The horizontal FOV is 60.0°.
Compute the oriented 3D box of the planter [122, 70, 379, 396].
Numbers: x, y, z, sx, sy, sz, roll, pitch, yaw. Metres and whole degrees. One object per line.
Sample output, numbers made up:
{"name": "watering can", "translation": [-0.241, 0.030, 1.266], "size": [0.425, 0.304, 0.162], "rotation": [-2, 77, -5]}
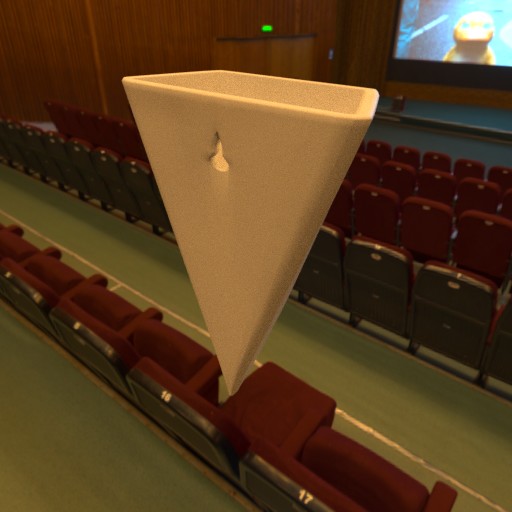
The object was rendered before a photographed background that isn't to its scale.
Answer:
{"name": "planter", "translation": [0.000, 0.000, 0.272], "size": [0.150, 0.197, 0.060], "rotation": [22, 37, 33]}
